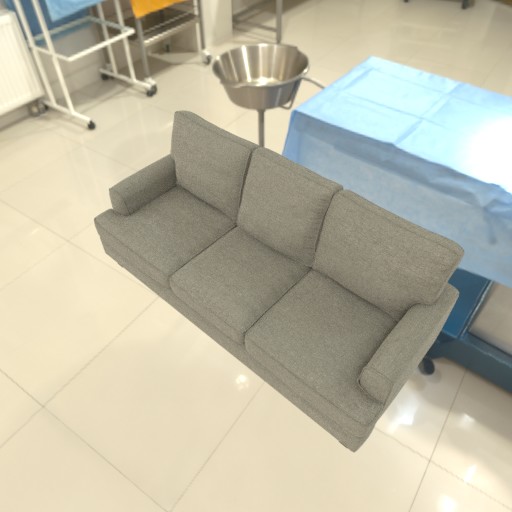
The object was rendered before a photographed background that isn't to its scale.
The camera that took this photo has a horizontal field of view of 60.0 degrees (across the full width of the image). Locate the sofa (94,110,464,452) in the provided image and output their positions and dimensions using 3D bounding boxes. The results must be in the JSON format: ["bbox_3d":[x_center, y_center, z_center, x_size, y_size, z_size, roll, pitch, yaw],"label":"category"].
[{"bbox_3d":[0.000,0.000,2.706,2.158,0.965,0.951,33,55,27],"label":"sofa"}]
